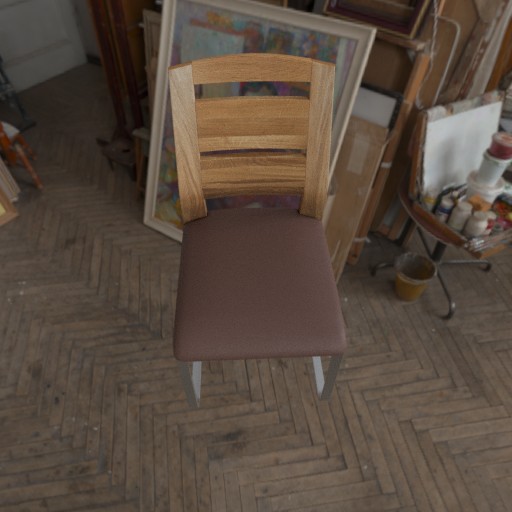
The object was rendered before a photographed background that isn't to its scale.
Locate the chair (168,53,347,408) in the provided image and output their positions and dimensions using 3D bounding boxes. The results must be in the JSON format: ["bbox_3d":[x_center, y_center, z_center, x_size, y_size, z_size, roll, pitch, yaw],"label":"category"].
[{"bbox_3d":[0.000,0.000,1.298,0.460,0.970,0.570,-2,47,-2],"label":"chair"}]
